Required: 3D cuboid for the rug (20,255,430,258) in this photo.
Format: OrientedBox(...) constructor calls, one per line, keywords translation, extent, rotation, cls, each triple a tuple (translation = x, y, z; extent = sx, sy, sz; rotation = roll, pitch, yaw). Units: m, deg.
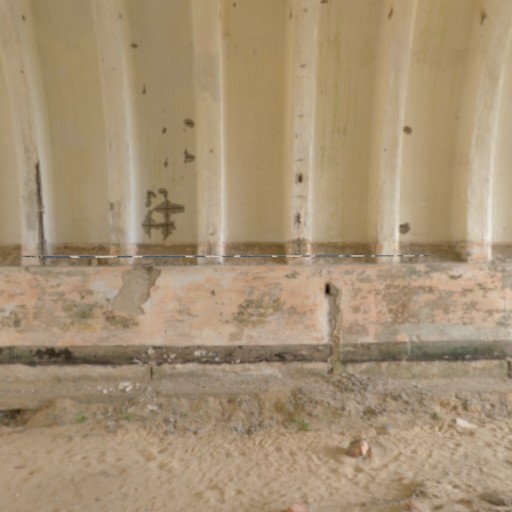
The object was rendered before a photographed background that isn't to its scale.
OrientedBox(translation=(0.000, 0.000, 2.516), extent=(2.296, 0.006, 0.685), rotation=(0, 0, -35), cls="rug")
